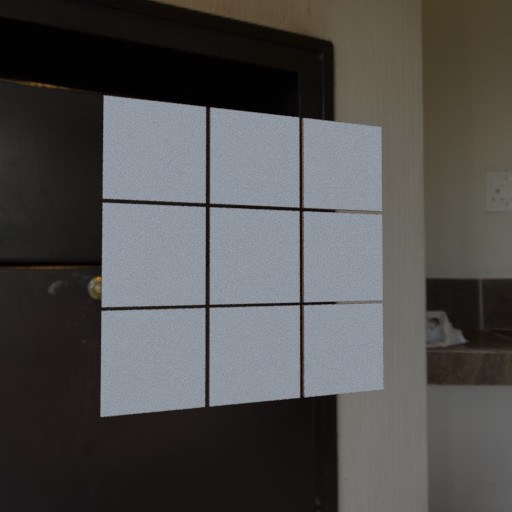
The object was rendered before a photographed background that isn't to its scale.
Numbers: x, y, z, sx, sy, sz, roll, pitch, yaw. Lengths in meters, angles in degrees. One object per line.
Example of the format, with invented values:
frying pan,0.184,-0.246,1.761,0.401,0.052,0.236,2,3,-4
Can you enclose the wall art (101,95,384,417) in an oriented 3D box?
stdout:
wall art,0.000,0.000,1.916,1.256,1.246,0.017,1,-2,-18
